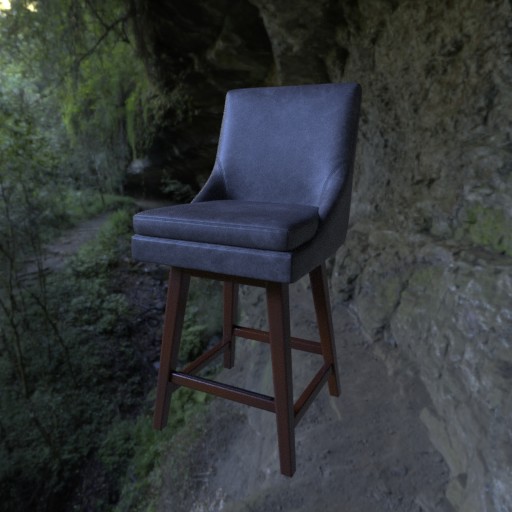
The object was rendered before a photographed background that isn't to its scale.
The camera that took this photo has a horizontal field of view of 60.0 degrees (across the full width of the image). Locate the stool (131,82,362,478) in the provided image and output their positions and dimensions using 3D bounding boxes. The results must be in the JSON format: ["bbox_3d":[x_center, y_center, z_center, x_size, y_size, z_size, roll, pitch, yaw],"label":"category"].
[{"bbox_3d":[0.000,0.000,1.376,0.492,1.046,0.587,7,16,26],"label":"stool"}]
